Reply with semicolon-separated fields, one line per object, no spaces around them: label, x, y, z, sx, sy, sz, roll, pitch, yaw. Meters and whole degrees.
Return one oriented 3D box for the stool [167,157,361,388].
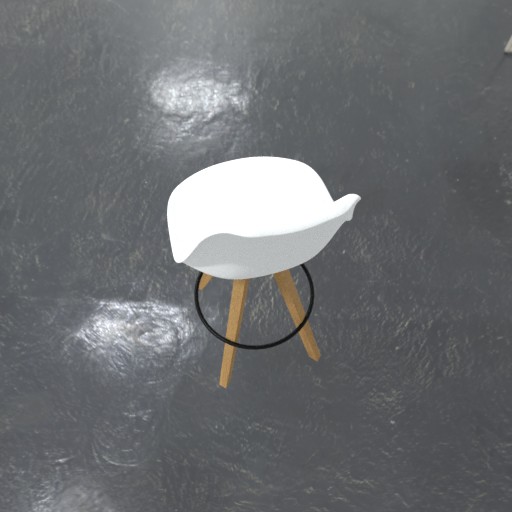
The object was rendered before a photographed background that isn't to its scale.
stool;0.000;0.000;1.391;0.482;1.115;0.549;-14;61;-8
